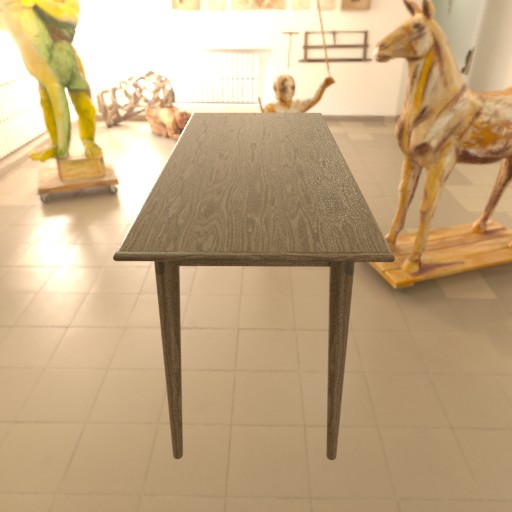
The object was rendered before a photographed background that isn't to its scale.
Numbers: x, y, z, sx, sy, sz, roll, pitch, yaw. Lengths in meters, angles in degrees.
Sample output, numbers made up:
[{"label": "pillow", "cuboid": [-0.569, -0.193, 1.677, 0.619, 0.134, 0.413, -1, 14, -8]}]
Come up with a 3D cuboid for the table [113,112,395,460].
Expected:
[{"label": "table", "cuboid": [0.000, 0.000, 1.694, 0.599, 0.780, 1.300, 0, 31, 0]}]
